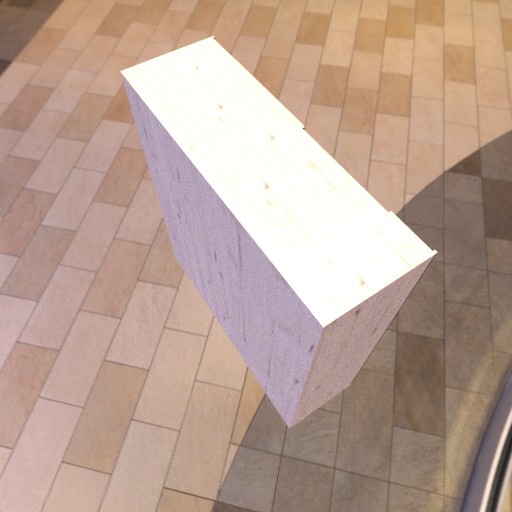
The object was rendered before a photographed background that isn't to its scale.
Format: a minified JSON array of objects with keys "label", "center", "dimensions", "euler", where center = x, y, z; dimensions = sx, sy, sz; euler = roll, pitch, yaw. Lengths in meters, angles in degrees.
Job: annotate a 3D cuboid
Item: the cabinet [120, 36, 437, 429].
[{"label":"cabinet","center":[0.000,0.000,3.289],"dimensions":[0.660,2.180,2.000],"euler":[-29,63,-17]}]
